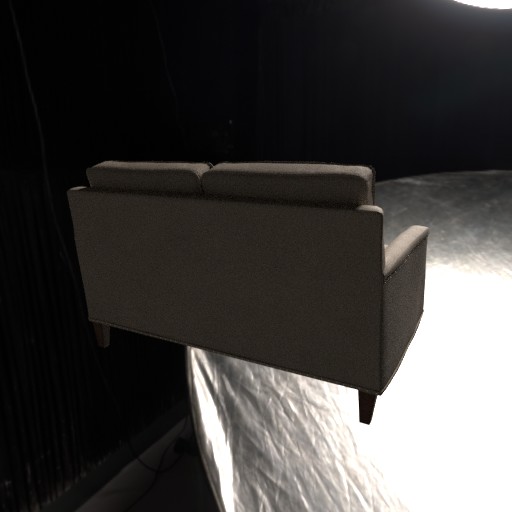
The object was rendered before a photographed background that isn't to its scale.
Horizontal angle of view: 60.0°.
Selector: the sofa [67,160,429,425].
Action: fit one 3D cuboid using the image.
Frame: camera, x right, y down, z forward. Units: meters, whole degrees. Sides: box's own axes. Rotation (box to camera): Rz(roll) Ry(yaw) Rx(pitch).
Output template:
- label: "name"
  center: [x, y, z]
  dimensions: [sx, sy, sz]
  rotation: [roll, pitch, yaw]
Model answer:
- label: "sofa"
  center: [0.000, 0.000, 2.317]
  dimensions: [1.597, 1.003, 1.084]
  rotation: [8, 16, 27]
